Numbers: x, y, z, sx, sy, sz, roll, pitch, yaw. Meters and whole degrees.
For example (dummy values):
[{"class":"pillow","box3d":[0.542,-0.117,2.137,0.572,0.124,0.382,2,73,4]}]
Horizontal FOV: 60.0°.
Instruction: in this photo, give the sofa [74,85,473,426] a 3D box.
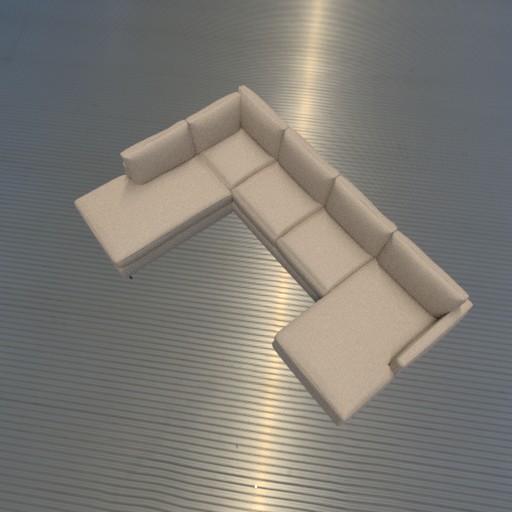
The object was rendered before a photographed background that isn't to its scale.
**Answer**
[{"class":"sofa","box3d":[0.000,0.000,3.547,1.879,0.756,2.737,-34,68,-16]}]
